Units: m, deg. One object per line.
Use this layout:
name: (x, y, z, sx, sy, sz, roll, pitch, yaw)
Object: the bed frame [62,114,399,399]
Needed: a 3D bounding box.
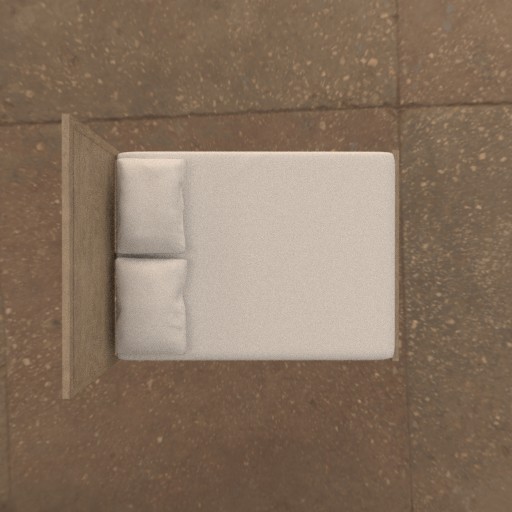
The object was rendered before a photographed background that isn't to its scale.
bed frame: (0.000, 0.000, 3.184, 2.189, 1.369, 1.606, 0, 90, 0)
